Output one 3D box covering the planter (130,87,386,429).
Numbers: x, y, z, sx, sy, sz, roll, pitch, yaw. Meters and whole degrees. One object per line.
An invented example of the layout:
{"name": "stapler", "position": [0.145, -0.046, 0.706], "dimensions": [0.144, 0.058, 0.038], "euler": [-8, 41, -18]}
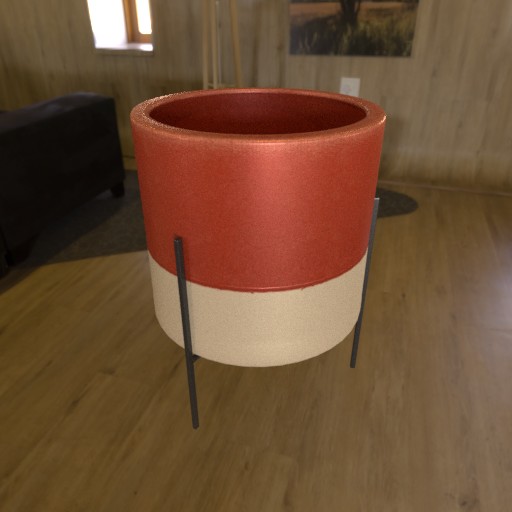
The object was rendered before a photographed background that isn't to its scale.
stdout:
{"name": "planter", "position": [0.000, 0.000, 0.718], "dimensions": [0.345, 0.465, 0.354], "euler": [18, 34, 29]}
